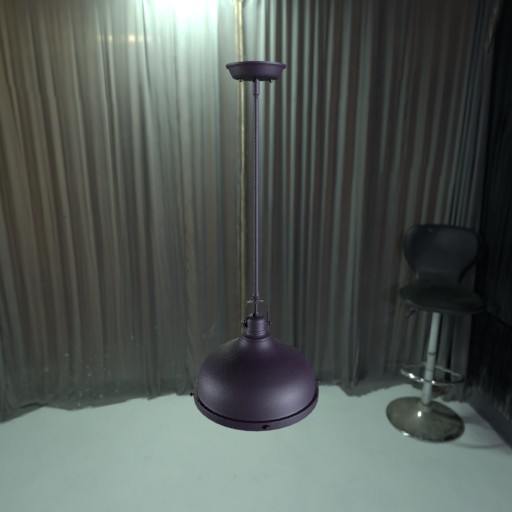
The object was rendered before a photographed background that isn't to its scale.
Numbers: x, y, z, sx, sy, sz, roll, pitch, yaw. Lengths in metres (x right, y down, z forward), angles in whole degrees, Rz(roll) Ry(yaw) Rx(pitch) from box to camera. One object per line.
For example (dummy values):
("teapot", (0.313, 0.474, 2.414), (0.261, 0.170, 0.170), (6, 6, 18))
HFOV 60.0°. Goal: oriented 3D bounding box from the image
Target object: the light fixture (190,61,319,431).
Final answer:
("light fixture", (0.000, 0.000, 1.066), (0.341, 0.849, 0.341), (-3, 16, -10))
